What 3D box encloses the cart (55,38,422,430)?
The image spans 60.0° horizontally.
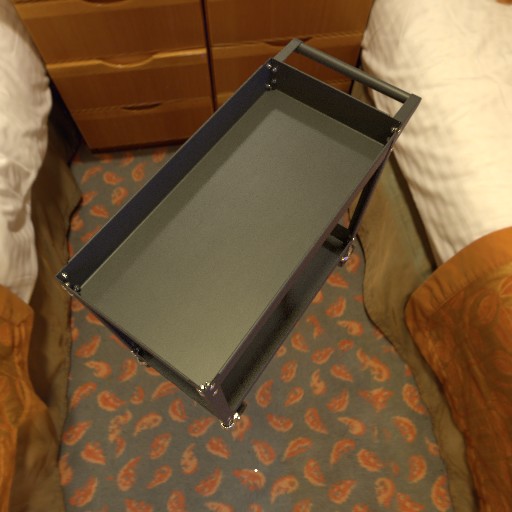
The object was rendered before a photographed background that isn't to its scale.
[{"bbox_3d":[0.000,0.000,1.185,0.366,0.719,0.779,33,68,15],"label":"cart"}]
